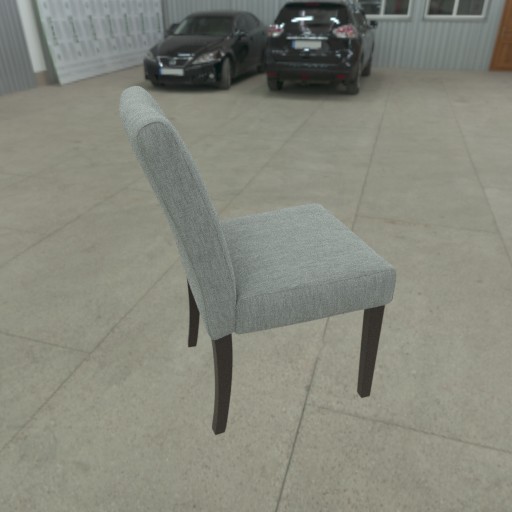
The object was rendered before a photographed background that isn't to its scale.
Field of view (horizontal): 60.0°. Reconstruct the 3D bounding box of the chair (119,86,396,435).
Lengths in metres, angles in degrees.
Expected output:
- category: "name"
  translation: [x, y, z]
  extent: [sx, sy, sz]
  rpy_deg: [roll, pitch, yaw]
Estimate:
- category: "chair"
  translation: [0.000, 0.000, 1.263]
  extent: [0.629, 0.884, 0.487]
  rpy_deg: [-9, 31, -16]
